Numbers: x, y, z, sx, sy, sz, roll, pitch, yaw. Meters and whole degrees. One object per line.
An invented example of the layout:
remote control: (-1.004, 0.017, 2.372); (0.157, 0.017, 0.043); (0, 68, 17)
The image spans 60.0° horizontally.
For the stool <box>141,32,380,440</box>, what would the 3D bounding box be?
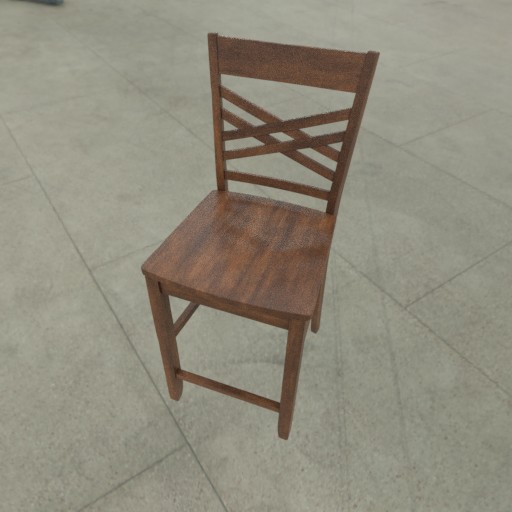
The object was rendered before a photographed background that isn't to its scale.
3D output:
stool: (0.000, 0.000, 1.335); (0.462, 1.079, 0.539); (14, 44, 15)
